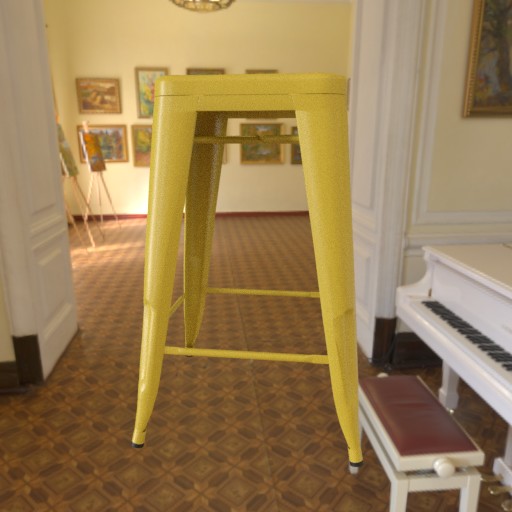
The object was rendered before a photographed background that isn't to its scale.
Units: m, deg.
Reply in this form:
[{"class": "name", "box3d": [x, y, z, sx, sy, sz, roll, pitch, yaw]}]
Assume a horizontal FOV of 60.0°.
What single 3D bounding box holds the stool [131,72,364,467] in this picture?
[{"class": "stool", "box3d": [0.000, 0.000, 0.835, 0.399, 0.609, 0.359, 2, 15, 6]}]
